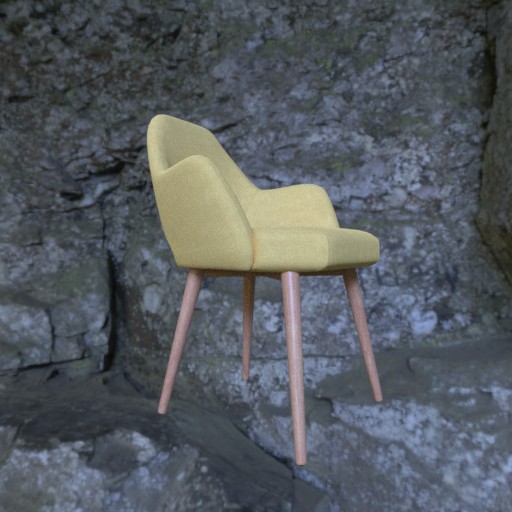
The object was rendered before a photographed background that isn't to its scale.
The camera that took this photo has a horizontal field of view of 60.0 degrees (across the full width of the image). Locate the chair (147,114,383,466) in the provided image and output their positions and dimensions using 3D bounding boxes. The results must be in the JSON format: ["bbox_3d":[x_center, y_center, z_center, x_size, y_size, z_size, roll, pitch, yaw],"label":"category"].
[{"bbox_3d":[0.000,0.000,1.235,0.610,0.840,0.590,1,1,35],"label":"chair"}]
